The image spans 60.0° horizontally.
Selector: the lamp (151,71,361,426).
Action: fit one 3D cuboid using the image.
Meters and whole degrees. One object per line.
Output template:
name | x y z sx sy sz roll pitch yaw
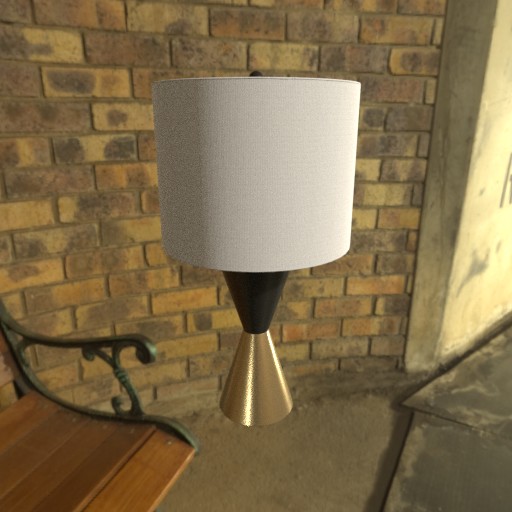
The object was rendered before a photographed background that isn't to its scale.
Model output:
lamp | 0.000 0.000 0.741 0.304 0.573 0.304 -3 18 -8
